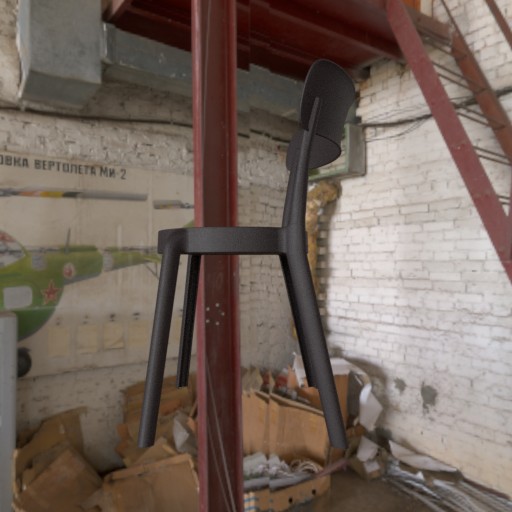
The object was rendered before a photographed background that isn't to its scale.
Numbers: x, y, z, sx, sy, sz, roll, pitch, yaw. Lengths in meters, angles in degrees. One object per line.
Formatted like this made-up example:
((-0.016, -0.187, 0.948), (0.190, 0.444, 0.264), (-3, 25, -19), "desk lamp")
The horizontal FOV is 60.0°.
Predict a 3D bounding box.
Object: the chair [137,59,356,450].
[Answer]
((0.000, 0.000, 1.129), (0.491, 0.790, 0.506), (0, -1, 0), "chair")
